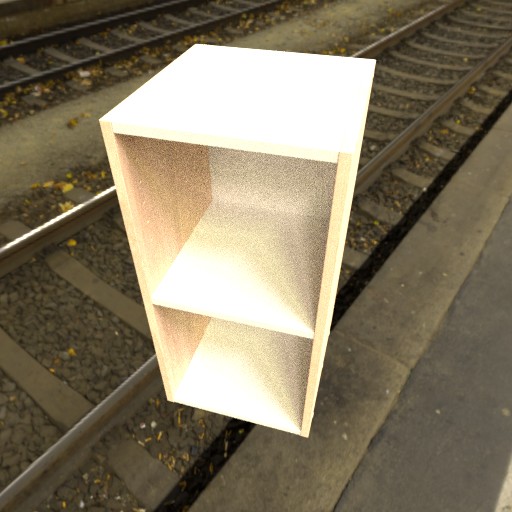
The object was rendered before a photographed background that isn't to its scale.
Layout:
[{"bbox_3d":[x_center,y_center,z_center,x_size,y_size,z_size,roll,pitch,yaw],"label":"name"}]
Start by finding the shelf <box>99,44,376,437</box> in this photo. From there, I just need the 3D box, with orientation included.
[{"bbox_3d":[0.000,0.000,0.777,0.290,0.594,0.297,11,42,12],"label":"shelf"}]
